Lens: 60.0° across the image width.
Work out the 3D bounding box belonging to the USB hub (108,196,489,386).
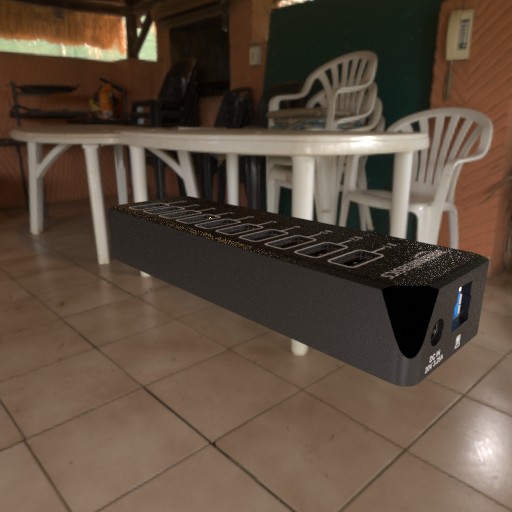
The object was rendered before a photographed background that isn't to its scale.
[{"bbox_3d":[0.000,0.000,0.161,0.044,0.023,0.145,-16,23,-42],"label":"USB hub"}]
